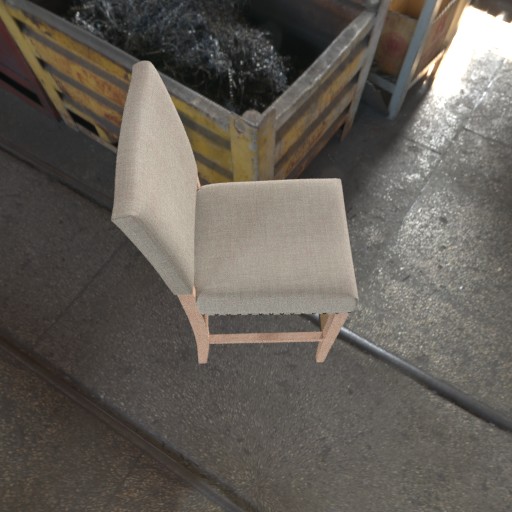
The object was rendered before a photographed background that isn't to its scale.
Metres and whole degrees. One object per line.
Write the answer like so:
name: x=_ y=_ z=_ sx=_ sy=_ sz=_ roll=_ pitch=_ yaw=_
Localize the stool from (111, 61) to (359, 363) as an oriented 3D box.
stool: x=0.000 y=0.000 z=1.452 sx=0.585 sy=1.173 sz=0.445 roll=-2 pitch=63 yaw=-1
